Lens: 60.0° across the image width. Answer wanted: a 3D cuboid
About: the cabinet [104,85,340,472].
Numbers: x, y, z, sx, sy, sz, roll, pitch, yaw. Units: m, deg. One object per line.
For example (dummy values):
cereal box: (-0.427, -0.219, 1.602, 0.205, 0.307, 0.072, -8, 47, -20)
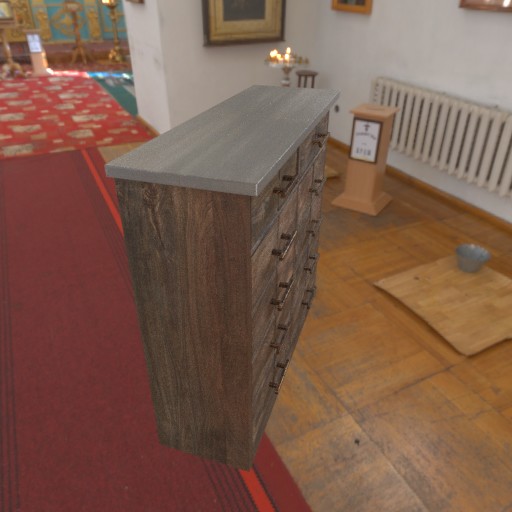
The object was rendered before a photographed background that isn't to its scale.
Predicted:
cabinet: (0.000, 0.000, 1.495, 0.338, 0.919, 0.968, 10, 32, 16)
